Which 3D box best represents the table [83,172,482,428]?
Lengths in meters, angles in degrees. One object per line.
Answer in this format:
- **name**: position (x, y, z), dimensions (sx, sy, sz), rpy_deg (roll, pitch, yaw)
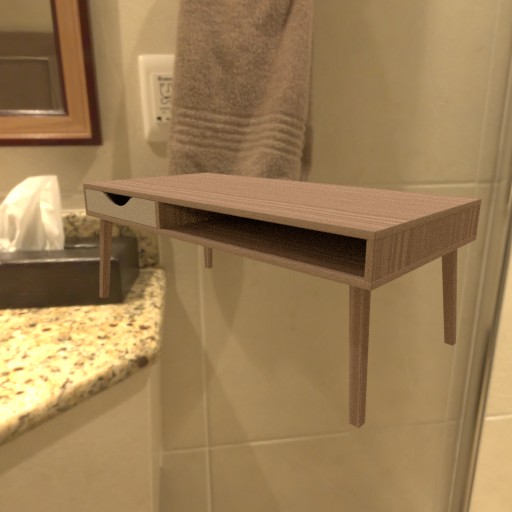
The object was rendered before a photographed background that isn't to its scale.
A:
- **table**: position (0.000, 0.000, 1.508), dimensions (1.200, 0.450, 0.600), rpy_deg (14, 21, 42)
